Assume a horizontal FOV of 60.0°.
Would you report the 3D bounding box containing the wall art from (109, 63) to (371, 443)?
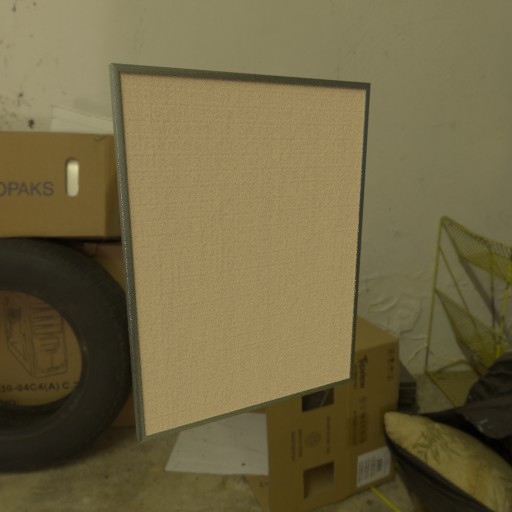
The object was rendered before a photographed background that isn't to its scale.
[{"bbox_3d":[0.000,0.000,1.393,0.803,1.062,0.041,-7,16,-26],"label":"wall art"}]
